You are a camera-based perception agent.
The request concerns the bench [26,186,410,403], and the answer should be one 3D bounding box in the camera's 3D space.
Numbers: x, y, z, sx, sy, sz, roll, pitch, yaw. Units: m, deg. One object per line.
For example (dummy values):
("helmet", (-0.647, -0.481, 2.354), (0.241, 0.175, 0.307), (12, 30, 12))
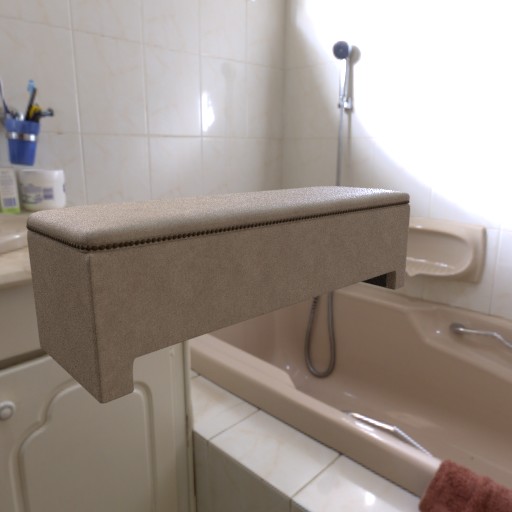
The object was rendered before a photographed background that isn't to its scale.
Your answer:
("bench", (0.000, 0.000, 1.690), (1.482, 0.447, 0.470), (-12, 18, -41))
